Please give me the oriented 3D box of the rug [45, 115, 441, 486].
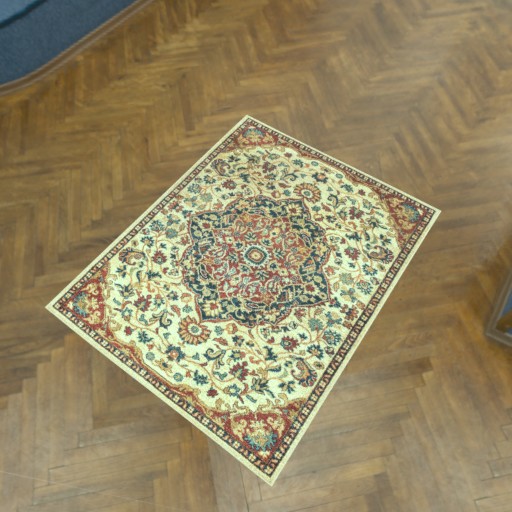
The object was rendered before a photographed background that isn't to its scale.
[{"bbox_3d":[0.000,0.000,4.234,2.454,0.005,3.067,31,64,18],"label":"rug"}]
